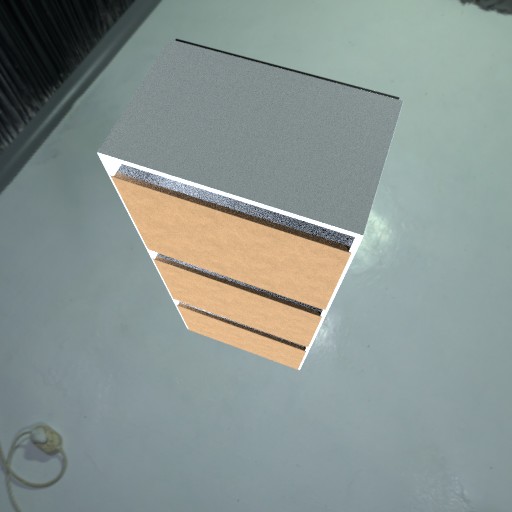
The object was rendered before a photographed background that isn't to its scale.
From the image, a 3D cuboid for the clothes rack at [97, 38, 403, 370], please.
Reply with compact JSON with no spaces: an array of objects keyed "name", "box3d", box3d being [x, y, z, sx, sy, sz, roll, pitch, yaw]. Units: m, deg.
[{"name":"clothes rack","box3d":[0.000,0.000,1.378,0.500,1.187,0.330,18,66,8]}]
